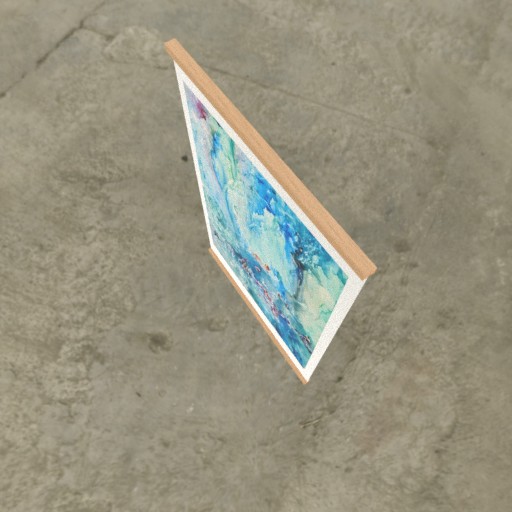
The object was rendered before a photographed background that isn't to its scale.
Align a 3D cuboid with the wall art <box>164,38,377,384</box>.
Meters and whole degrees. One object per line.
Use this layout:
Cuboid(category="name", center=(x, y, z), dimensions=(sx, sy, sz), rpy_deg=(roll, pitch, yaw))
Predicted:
Cuboid(category="wall art", center=(0.000, 0.000, 0.783), dimensions=(0.016, 0.611, 0.401), rpy_deg=(-32, 68, -14))
